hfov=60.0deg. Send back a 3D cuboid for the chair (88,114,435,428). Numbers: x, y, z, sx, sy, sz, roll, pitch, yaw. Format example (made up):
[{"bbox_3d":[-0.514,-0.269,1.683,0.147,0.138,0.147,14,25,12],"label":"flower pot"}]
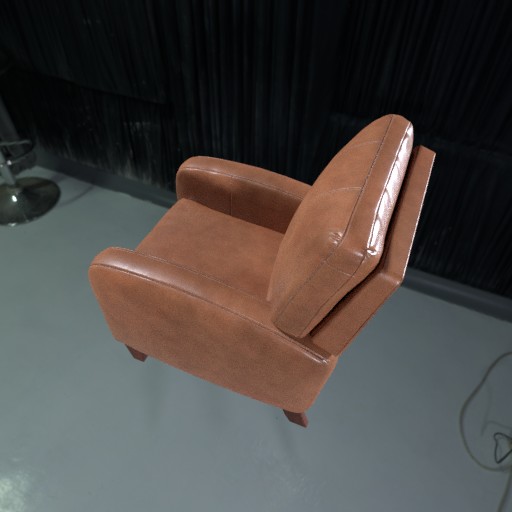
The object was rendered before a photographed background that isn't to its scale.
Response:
[{"bbox_3d":[0.000,0.000,1.638,0.990,0.990,0.762,17,49,16],"label":"chair"}]
